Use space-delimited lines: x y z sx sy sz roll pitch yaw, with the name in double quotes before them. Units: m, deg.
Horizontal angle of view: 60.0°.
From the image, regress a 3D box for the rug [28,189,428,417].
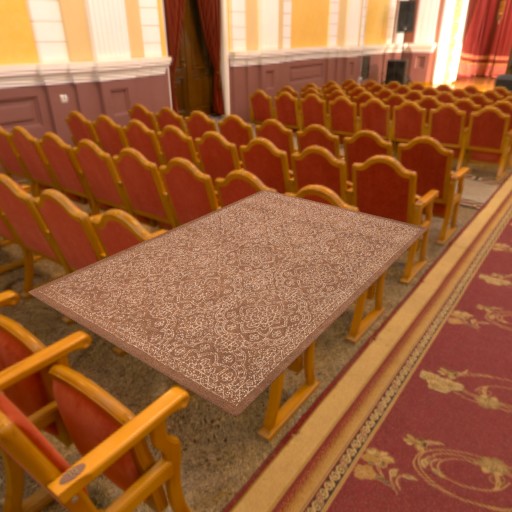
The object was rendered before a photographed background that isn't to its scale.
"rug" 0.000 0.000 2.917 1.524 0.011 2.286 19 32 32
